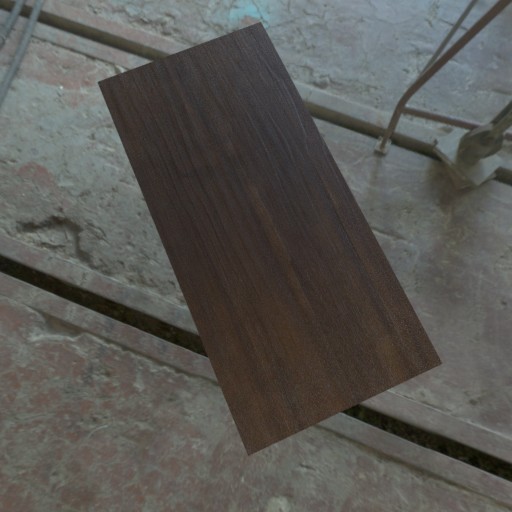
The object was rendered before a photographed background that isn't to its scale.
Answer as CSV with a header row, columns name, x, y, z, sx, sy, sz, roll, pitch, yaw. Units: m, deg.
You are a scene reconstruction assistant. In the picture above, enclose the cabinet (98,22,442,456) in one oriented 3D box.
name,x,y,z,sx,sy,sz,roll,pitch,yaw
cabinet,0.000,0.000,1.120,0.354,0.654,0.743,-23,77,-6
